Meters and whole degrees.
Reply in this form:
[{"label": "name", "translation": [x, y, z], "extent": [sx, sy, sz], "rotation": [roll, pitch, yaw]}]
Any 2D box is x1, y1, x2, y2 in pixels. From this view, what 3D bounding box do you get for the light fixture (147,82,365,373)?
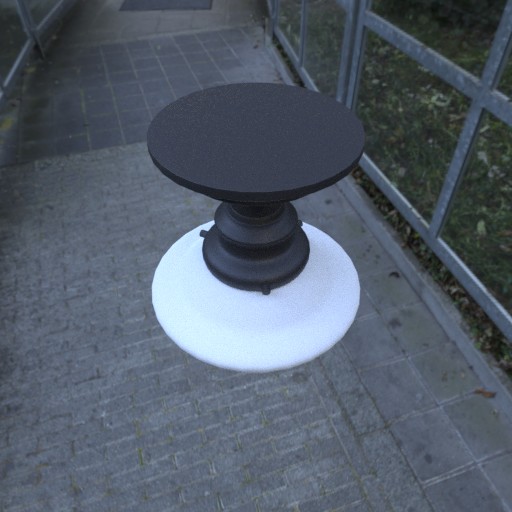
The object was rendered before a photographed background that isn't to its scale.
[{"label": "light fixture", "translation": [0.000, 0.000, 0.401], "extent": [0.197, 0.254, 0.197], "rotation": [0, 45, 0]}]
